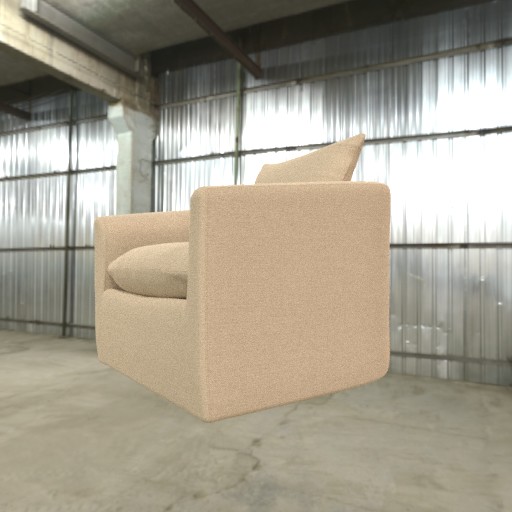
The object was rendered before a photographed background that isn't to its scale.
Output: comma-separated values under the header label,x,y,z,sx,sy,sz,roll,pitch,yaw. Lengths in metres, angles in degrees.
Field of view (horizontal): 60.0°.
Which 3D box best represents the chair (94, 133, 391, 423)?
label,x,y,z,sx,sy,sz,roll,pitch,yaw
chair,0.000,0.000,1.592,0.910,0.848,0.845,1,-1,-36
